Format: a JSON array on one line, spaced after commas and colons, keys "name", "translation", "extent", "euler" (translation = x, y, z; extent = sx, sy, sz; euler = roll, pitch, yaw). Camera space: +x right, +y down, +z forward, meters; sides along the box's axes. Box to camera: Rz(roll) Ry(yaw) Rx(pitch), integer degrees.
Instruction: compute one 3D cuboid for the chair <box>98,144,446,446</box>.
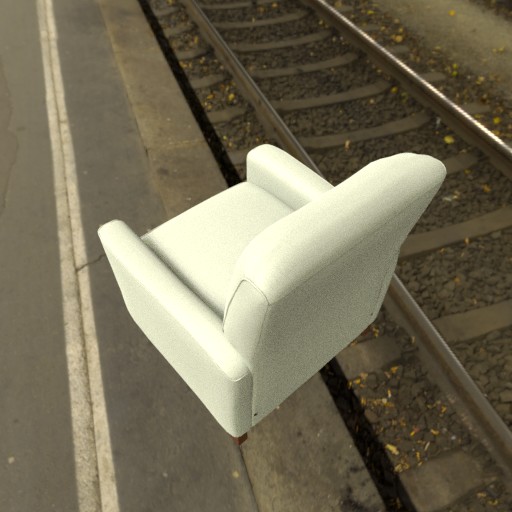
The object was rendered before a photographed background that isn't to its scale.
[{"name": "chair", "translation": [0.000, 0.000, 1.612], "extent": [0.853, 1.007, 0.846], "euler": [-33, 56, -26]}]
